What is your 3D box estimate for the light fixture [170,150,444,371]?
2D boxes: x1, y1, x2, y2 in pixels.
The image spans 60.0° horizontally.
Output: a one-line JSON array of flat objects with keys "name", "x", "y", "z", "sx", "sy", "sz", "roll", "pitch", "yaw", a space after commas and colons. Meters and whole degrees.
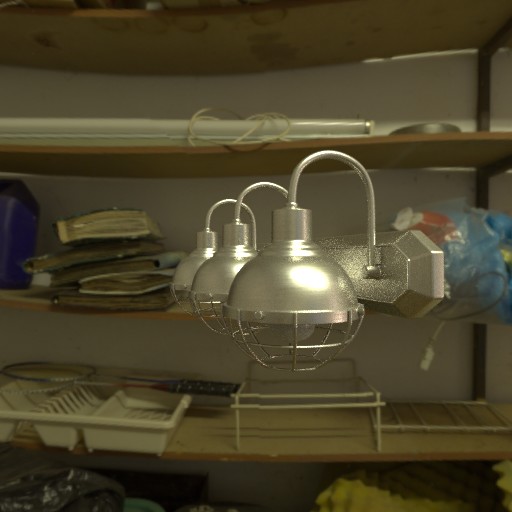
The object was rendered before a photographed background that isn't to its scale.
[{"name": "light fixture", "x": 0.000, "y": 0.000, "z": 0.754, "sx": 0.229, "sy": 0.254, "sz": 0.634, "roll": 0, "pitch": 0, "yaw": -18}]
